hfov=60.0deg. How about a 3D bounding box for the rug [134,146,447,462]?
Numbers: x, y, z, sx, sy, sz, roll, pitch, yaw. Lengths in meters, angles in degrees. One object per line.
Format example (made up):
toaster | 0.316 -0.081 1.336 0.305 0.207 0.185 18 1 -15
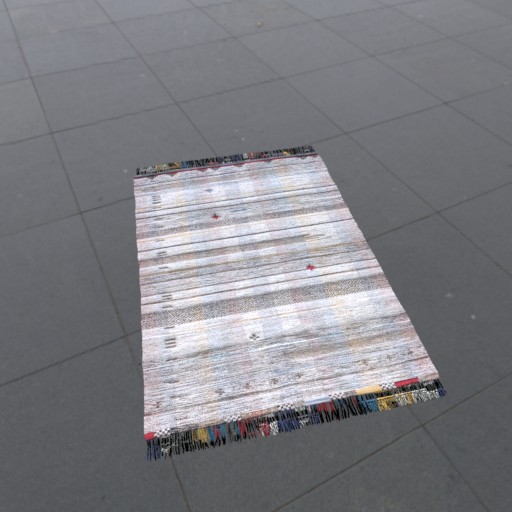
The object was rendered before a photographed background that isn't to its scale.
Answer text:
rug | 0.000 0.000 2.305 1.217 0.012 1.848 -9 48 -8
